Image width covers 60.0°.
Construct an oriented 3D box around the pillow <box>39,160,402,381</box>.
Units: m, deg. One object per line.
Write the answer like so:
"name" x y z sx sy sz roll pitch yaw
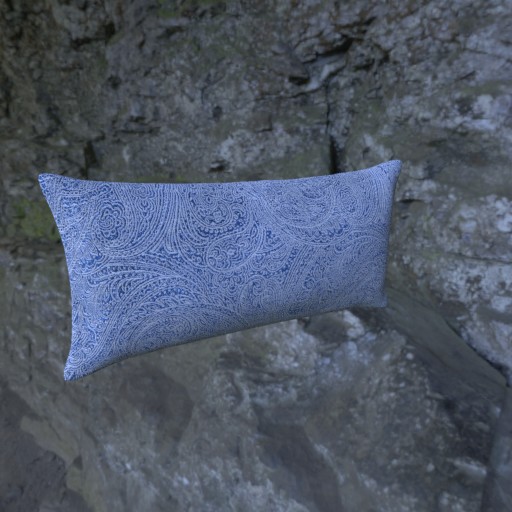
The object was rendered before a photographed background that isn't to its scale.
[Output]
"pillow" 0.000 0.000 0.731 0.615 0.295 0.151 -8 17 -26
